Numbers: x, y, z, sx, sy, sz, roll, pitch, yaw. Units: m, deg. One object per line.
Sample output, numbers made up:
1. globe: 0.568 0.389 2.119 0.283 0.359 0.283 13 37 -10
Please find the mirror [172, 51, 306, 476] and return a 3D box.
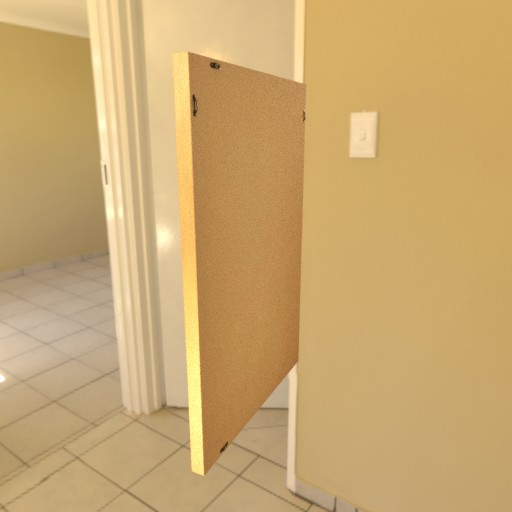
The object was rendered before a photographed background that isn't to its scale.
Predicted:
1. mirror: 0.000 0.000 1.186 0.040 0.915 0.609 8 17 25
